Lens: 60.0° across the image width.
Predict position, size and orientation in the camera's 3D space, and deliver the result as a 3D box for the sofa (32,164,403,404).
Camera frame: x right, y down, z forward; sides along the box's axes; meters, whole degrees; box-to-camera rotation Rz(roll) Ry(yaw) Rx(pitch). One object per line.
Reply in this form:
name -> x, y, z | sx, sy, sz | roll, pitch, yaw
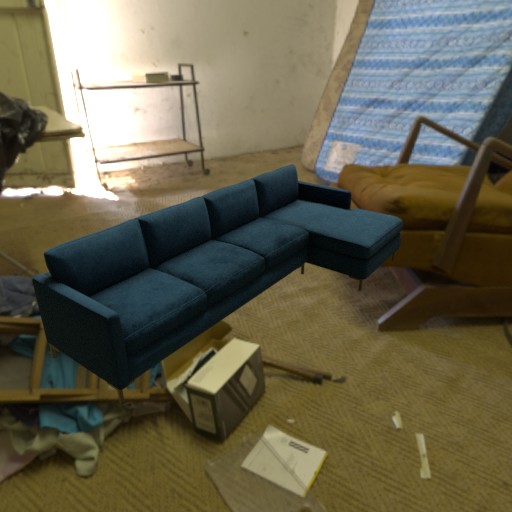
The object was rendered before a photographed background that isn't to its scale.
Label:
sofa -> 0.000, 0.000, 3.509 | 1.350, 0.810, 2.932 | 18, 31, 33
